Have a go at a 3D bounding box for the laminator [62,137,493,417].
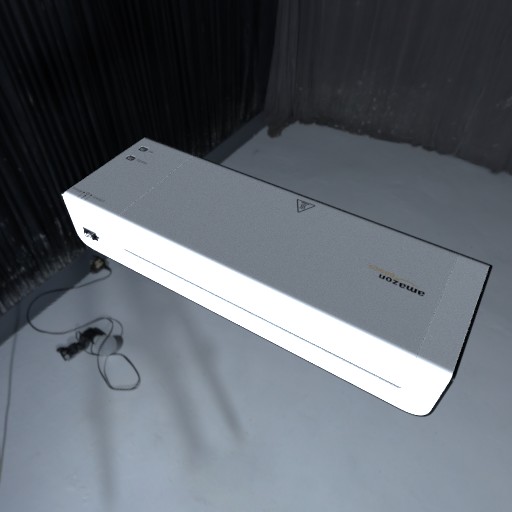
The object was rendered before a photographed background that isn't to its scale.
[{"bbox_3d":[0.000,0.000,0.377,0.340,0.062,0.123,24,51,21],"label":"laminator"}]
